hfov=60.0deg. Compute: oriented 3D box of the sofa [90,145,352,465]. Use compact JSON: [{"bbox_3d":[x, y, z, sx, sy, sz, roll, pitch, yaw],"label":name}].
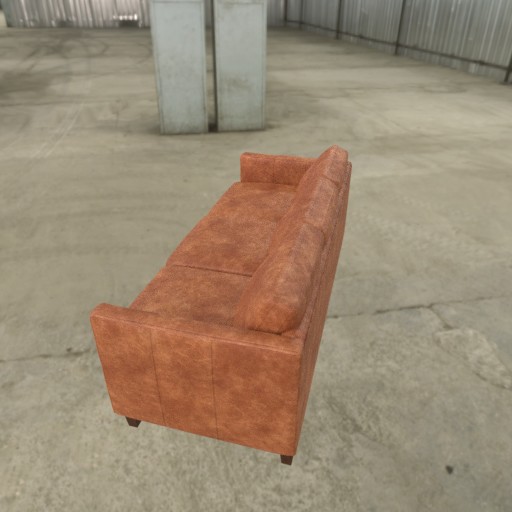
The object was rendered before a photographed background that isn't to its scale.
[{"bbox_3d":[0.000,0.000,3.049,1.045,1.006,2.464,8,32,13],"label":"sofa"}]
